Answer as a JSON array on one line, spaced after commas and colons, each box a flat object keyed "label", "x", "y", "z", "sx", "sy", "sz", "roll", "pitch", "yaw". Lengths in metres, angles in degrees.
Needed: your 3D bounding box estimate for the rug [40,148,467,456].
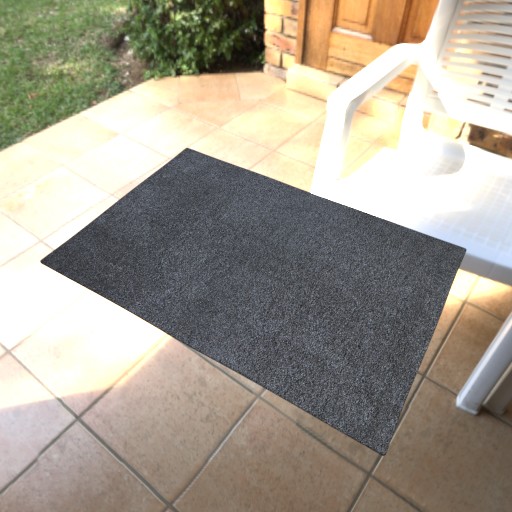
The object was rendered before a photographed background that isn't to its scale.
[{"label": "rug", "x": 0.000, "y": 0.000, "z": 3.366, "sx": 2.699, "sy": 0.026, "sz": 1.802, "roll": 24, "pitch": 51, "yaw": 21}]
